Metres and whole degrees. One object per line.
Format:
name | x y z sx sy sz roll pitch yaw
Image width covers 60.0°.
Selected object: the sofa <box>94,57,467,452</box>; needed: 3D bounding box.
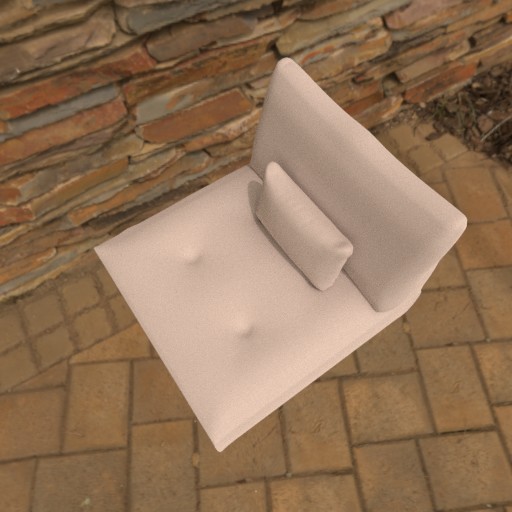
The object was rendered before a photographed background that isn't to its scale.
sofa | 0.000 0.000 1.703 1.000 0.828 0.935 -32 67 -16
